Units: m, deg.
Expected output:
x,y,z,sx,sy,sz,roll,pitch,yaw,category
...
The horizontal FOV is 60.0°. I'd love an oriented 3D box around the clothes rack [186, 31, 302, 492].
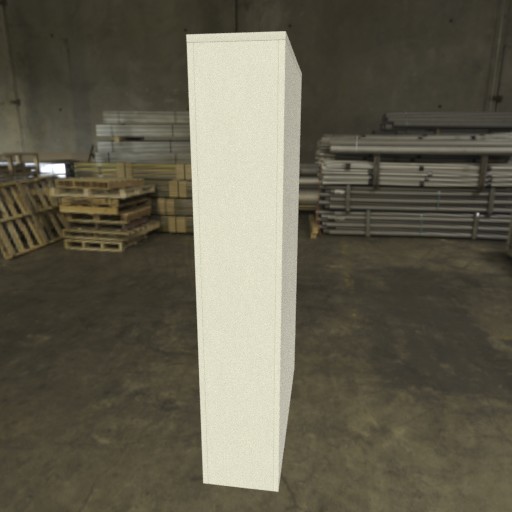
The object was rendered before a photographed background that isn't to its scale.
x,y,z,sx,sy,sz,roll,pitch,yaw,category
0.000,0.000,1.559,0.250,1.280,0.750,2,16,8,clothes rack
